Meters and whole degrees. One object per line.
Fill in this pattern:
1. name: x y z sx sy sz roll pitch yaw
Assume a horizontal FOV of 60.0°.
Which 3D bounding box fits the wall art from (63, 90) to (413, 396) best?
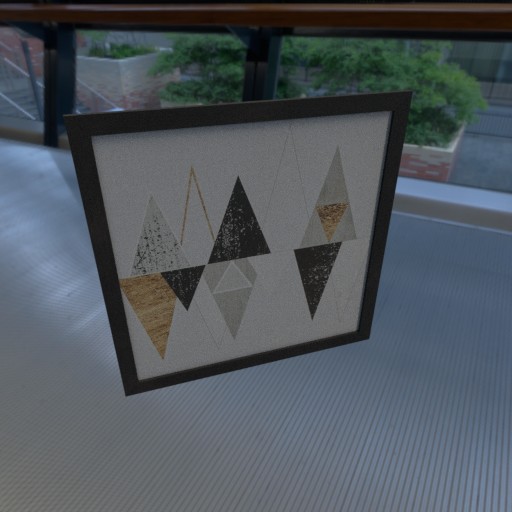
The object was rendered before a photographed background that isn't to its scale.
1. wall art: 0.000 0.000 1.224 0.823 0.823 0.013 -10 33 -15
